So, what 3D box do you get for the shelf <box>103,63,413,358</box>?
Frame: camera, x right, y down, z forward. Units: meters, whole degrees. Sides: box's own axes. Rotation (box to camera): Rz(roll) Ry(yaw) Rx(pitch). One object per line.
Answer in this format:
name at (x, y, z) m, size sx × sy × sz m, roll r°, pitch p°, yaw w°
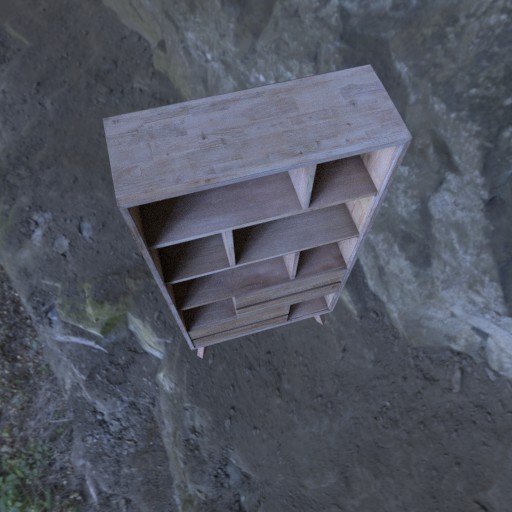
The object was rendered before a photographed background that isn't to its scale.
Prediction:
shelf at (0.000, 0.000, 1.794) m, size 0.748 × 1.471 × 0.308 m, roll -14°, pitch 64°, yaw -7°
